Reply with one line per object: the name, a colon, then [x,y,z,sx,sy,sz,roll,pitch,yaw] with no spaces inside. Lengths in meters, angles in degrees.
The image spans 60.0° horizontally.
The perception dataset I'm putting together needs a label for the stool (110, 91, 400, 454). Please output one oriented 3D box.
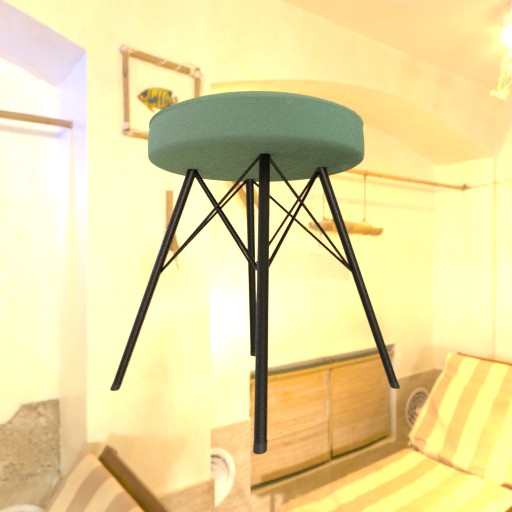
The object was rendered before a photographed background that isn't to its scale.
stool: [0.000,0.000,0.862,0.458,0.519,0.457,0,1,-38]
